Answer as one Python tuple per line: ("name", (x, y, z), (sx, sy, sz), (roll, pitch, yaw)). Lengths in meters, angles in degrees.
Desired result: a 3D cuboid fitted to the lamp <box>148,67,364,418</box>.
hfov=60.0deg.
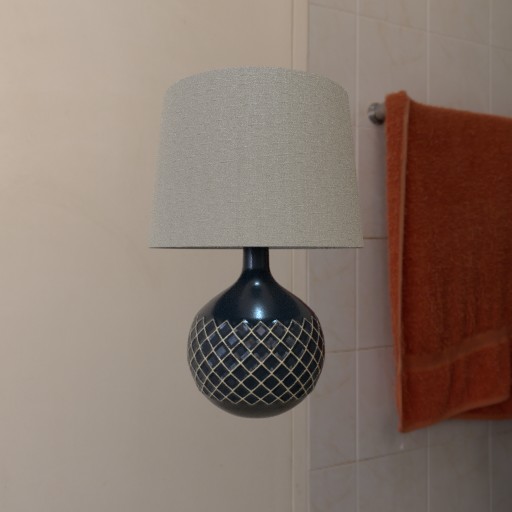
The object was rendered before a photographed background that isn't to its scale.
("lamp", (0.000, 0.000, 0.793), (0.376, 0.540, 0.376), (0, 0, 0))
